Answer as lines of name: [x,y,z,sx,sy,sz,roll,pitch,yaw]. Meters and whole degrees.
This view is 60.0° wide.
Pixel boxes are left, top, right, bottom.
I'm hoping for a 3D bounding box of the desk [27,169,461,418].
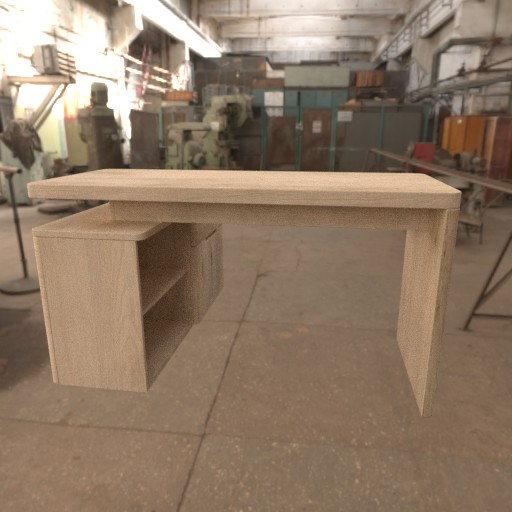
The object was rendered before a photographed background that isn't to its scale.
desk: [0.000,0.000,2.035,1.400,0.770,1.175,2,16,9]
